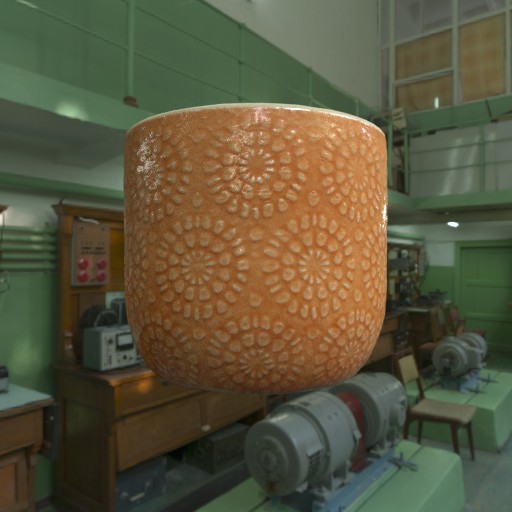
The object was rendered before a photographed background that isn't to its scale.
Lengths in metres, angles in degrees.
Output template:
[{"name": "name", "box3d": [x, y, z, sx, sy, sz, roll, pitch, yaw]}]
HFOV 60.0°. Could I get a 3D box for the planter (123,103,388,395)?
[{"name": "planter", "box3d": [0.000, 0.000, 0.291, 0.170, 0.152, 0.170, 0, -1, 0]}]
